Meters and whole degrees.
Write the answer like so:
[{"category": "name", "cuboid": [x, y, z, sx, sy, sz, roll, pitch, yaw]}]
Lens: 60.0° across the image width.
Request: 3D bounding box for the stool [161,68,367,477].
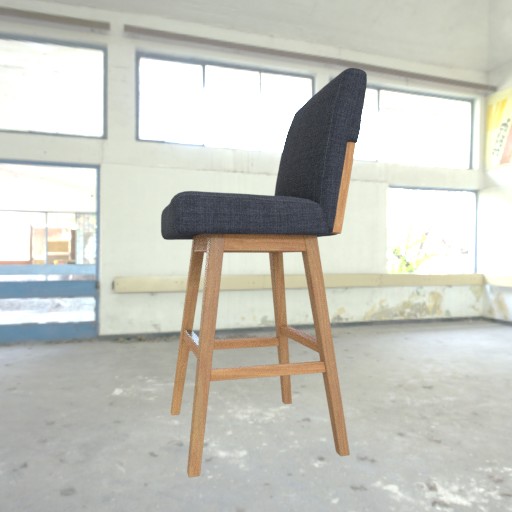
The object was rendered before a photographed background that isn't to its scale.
[{"category": "stool", "cuboid": [0.000, 0.000, 1.409, 0.570, 1.112, 0.483, 0, 0, -16]}]
